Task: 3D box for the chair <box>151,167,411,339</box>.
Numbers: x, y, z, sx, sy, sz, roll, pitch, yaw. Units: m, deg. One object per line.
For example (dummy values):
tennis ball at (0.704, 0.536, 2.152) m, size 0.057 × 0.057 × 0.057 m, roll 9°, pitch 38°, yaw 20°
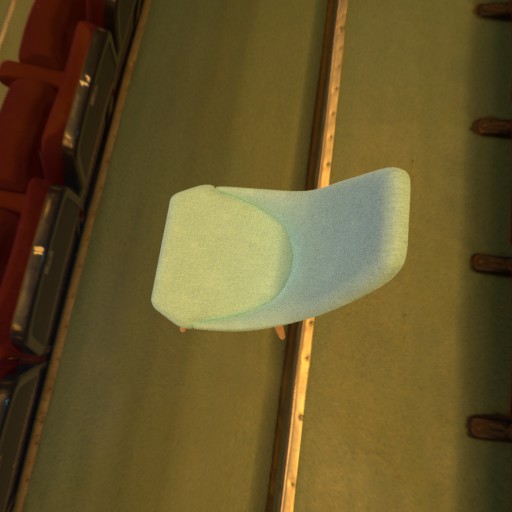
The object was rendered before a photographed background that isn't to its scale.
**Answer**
chair at (0.000, 0.000, 1.449) m, size 0.660 × 1.040 × 0.510 m, roll 7°, pitch 76°, yaw 2°
